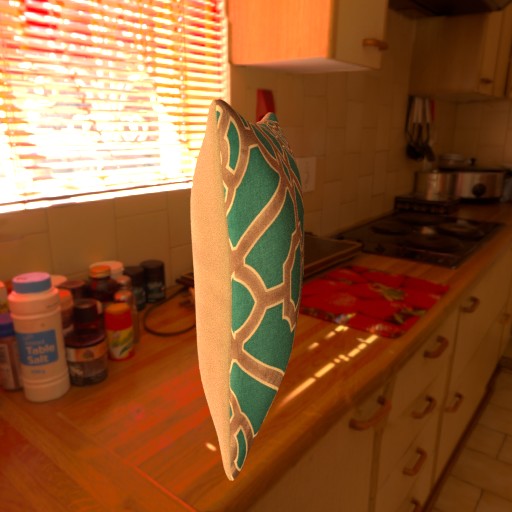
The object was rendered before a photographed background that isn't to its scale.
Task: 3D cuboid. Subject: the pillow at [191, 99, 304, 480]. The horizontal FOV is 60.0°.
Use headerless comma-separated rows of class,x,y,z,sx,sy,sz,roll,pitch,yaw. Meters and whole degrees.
pillow,0.000,0.000,0.797,0.166,0.507,0.526,2,16,8
